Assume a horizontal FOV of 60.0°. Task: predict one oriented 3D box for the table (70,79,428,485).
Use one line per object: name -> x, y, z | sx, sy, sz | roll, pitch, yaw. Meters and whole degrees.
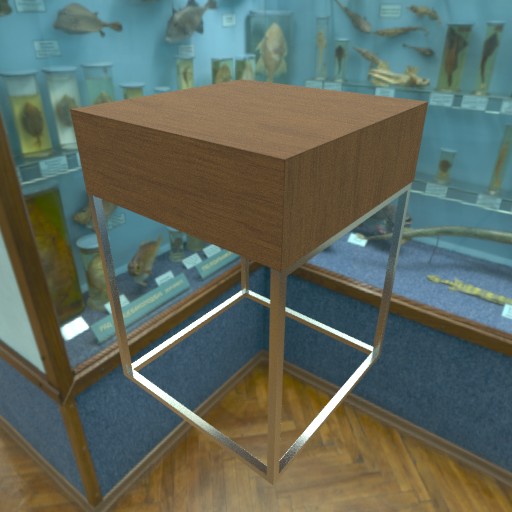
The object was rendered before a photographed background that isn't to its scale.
table -> 0.000, 0.000, 0.824 | 0.397, 0.540, 0.398 | 22, 36, 33
